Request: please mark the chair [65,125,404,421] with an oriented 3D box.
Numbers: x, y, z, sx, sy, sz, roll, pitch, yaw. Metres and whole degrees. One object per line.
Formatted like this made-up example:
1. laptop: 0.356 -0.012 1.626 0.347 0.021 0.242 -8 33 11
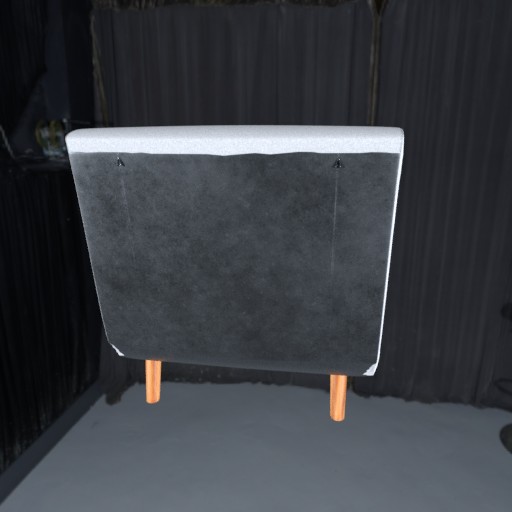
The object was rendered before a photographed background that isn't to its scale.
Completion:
1. chair: 0.000 0.000 1.472 0.770 0.808 0.902 2 15 9
